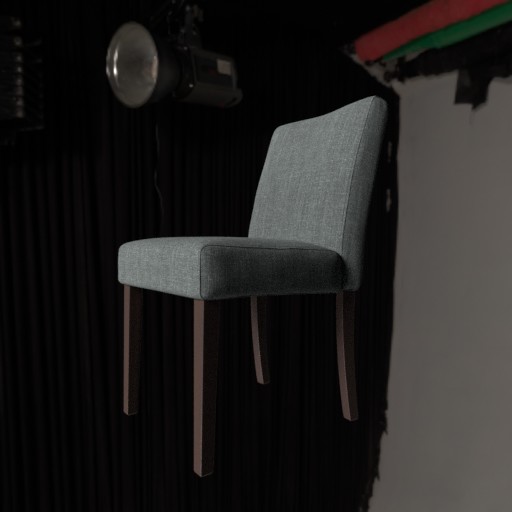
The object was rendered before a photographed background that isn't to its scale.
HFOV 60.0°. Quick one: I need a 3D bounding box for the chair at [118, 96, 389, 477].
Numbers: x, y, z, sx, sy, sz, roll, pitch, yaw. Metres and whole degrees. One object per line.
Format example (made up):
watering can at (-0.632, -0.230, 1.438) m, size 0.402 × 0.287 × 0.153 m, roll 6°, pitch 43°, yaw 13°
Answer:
chair at (0.000, 0.000, 1.242) m, size 0.629 × 0.884 × 0.487 m, roll -1°, pitch 2°, yaw -37°
